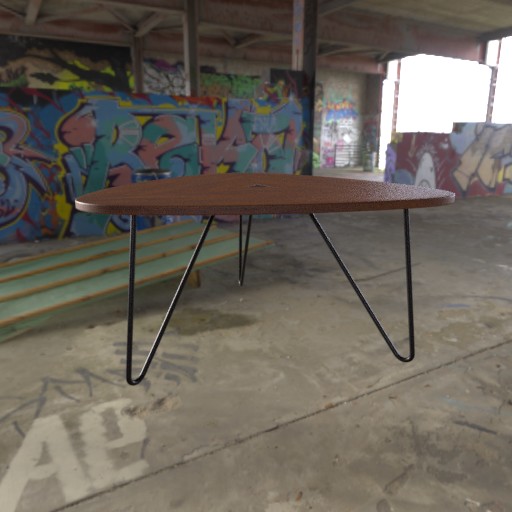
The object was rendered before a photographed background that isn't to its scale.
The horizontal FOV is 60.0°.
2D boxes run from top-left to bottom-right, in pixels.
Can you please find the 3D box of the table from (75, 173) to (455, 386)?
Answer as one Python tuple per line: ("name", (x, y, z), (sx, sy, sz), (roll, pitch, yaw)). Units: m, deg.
("table", (0.000, 0.000, 1.266), (0.833, 0.413, 0.821), (-2, 15, -9))
